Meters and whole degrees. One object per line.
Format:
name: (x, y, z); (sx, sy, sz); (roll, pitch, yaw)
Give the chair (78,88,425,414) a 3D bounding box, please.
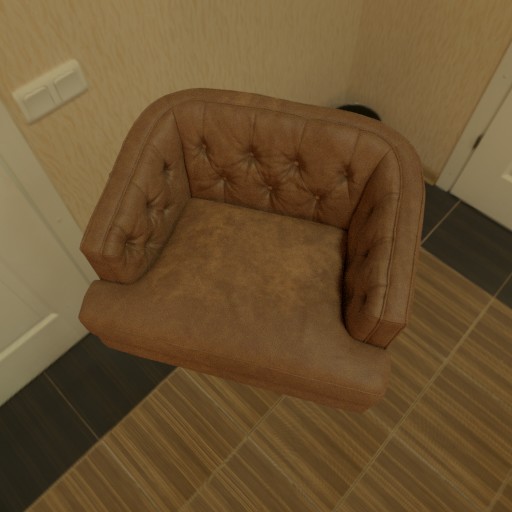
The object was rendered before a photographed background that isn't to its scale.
chair: (0.000, 0.000, 1.764); (1.119, 0.836, 0.911); (13, 60, 7)
